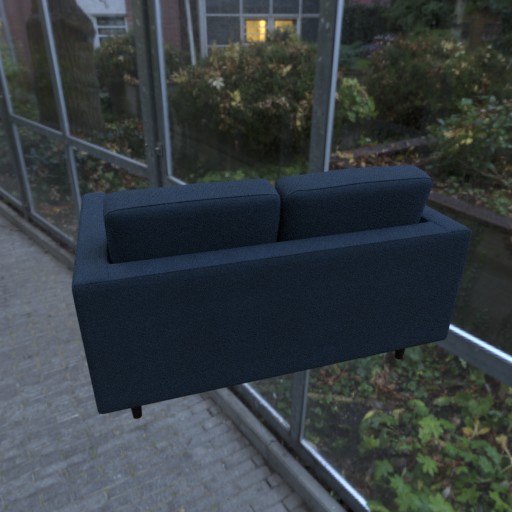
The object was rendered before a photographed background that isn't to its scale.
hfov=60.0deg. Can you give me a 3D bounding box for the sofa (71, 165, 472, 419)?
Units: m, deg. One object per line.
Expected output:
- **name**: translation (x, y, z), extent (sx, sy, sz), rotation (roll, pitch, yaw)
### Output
- **sofa**: translation (0.000, 0.000, 2.111), extent (1.518, 0.930, 0.999), rotation (-8, 28, -15)
